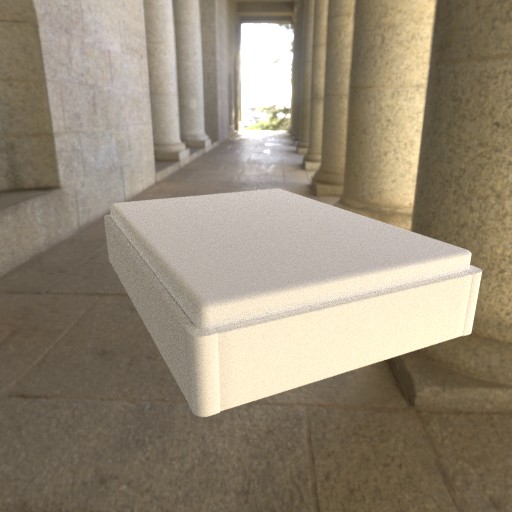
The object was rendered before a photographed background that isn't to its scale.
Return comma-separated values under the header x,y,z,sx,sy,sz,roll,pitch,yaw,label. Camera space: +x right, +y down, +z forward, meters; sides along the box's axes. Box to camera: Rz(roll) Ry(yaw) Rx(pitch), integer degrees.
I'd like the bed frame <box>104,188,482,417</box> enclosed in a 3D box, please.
x,y,z,sx,sy,sz,roll,pitch,yaw,label
0.000,0.000,2.565,1.400,0.406,1.900,-9,21,-25,bed frame
